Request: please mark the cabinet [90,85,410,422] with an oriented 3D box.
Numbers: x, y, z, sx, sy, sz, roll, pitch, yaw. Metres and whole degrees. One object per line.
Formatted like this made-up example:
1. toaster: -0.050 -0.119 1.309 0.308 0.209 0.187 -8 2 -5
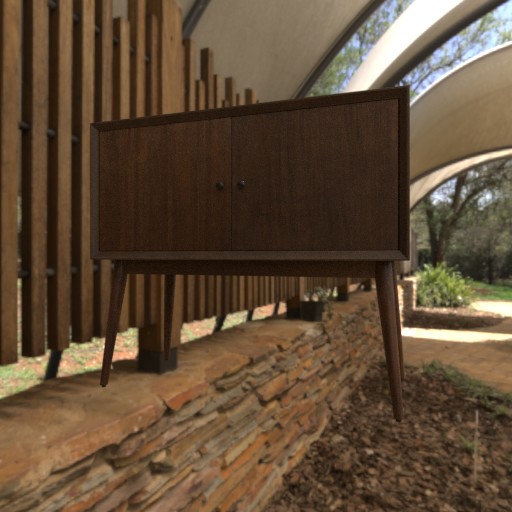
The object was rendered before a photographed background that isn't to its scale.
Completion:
1. cabinet: 0.000 0.000 1.134 0.743 0.654 0.354 0 0 19
